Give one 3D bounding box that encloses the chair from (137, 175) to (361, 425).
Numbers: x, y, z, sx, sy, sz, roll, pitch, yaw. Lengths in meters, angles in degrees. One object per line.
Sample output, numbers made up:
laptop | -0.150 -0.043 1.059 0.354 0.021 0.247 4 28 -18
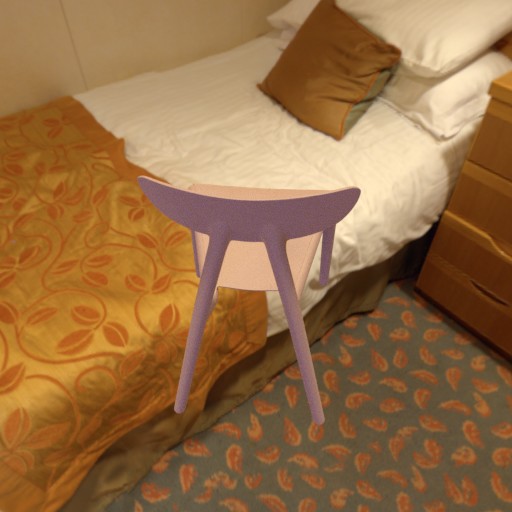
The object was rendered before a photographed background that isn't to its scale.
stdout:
chair | 0.000 0.000 0.859 0.356 0.580 0.401 3 47 3
